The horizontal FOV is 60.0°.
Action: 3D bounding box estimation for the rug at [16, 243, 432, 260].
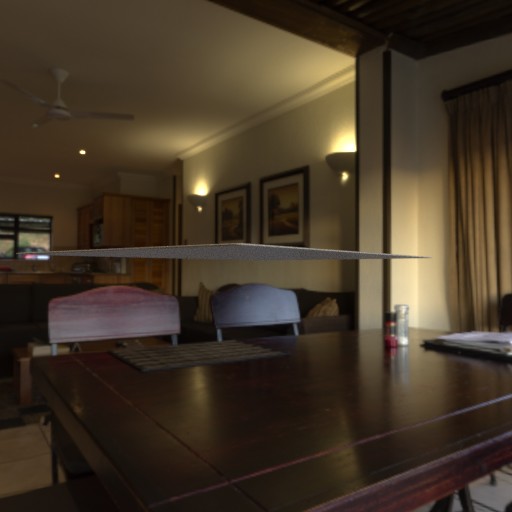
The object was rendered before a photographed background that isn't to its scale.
[{"bbox_3d":[0.000,0.000,3.631,2.005,0.013,2.890,-1,-2,37],"label":"rug"}]
